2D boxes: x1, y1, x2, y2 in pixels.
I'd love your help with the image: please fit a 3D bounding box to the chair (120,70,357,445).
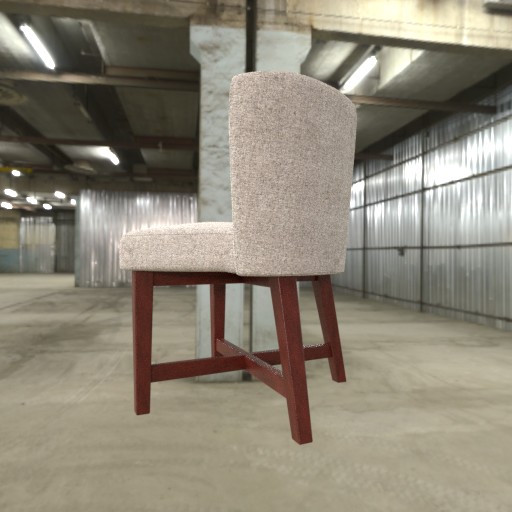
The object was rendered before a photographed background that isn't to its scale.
[{"bbox_3d":[0.000,0.000,1.297,0.575,0.827,0.728,0,-1,20],"label":"chair"}]
